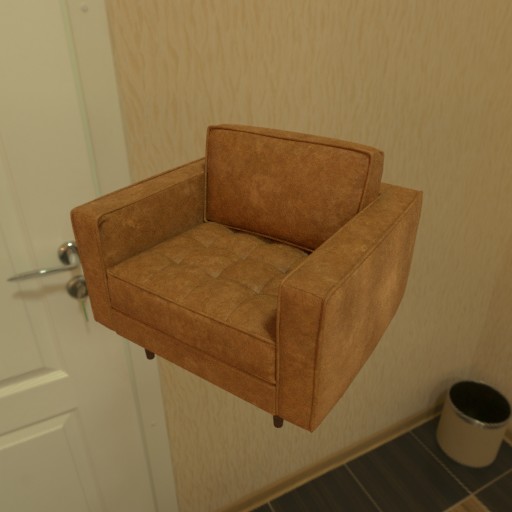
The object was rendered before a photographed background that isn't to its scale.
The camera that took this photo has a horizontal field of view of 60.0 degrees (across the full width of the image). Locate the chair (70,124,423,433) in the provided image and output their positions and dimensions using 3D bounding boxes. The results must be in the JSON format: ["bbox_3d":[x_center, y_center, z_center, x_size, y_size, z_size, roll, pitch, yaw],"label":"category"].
[{"bbox_3d":[0.000,0.000,1.541,0.928,0.767,0.798,18,34,29],"label":"chair"}]
